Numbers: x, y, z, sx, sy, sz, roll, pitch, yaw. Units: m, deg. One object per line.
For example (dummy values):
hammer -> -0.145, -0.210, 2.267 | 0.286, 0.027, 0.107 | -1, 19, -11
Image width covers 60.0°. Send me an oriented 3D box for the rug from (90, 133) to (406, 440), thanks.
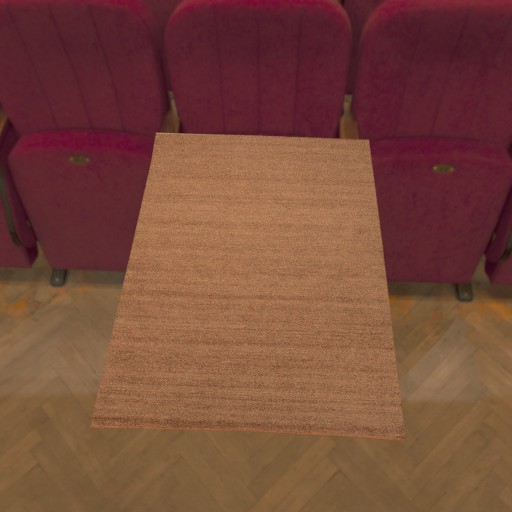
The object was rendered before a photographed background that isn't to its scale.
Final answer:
rug -> 0.000, 0.000, 4.979 | 2.873, 0.053, 3.778 | 2, 59, 1
